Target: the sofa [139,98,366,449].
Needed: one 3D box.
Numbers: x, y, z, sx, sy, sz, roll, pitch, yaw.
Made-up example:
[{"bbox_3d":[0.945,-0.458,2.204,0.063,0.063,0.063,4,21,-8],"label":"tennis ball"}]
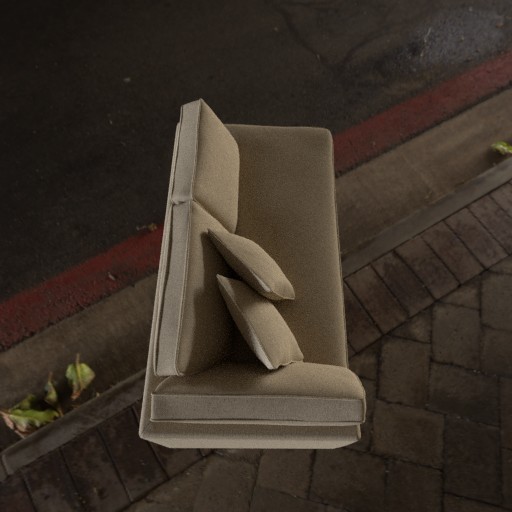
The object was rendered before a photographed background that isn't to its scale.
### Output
[{"bbox_3d":[0.000,0.000,2.852,1.110,1.033,2.237,1,63,0],"label":"sofa"}]
